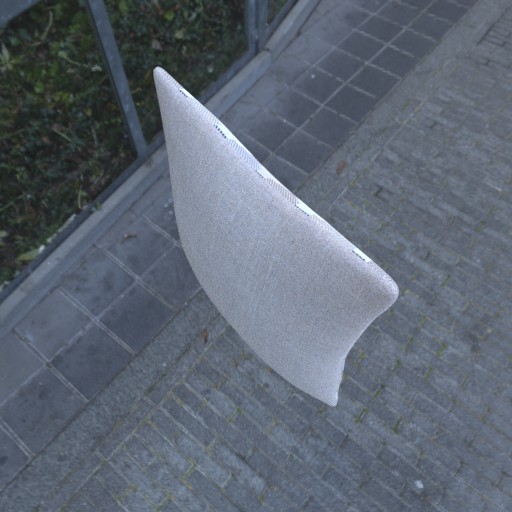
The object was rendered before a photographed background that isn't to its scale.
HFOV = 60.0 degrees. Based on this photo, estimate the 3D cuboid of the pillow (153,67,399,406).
[{"bbox_3d":[0.000,0.000,0.877,0.192,0.558,0.578,-34,65,-18],"label":"pillow"}]
